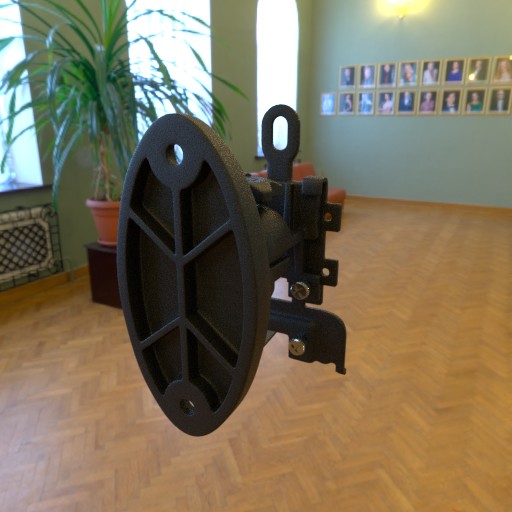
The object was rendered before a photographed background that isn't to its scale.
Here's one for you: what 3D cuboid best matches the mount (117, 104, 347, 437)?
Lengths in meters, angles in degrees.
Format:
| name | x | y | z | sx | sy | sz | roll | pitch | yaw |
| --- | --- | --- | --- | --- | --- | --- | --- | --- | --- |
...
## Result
| name | x | y | z | sx | sy | sz | roll | pitch | yaw |
| --- | --- | --- | --- | --- | --- | --- | --- | --- | --- |
| mount | 0.000 | 0.000 | 0.179 | 0.066 | 0.118 | 0.100 | 8 | 19 | 26 |
